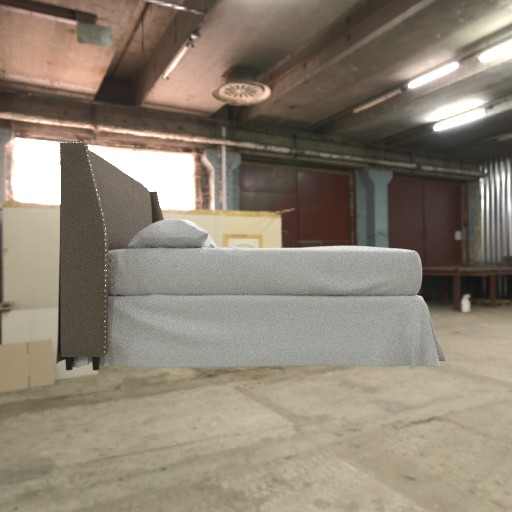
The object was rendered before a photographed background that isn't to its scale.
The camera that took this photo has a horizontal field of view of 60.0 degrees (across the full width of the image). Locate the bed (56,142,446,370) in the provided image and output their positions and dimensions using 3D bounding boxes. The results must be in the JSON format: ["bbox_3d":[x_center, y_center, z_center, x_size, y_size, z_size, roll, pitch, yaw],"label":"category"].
[{"bbox_3d":[0.000,0.000,3.463,2.276,1.332,1.925,0,0,0],"label":"bed"}]
